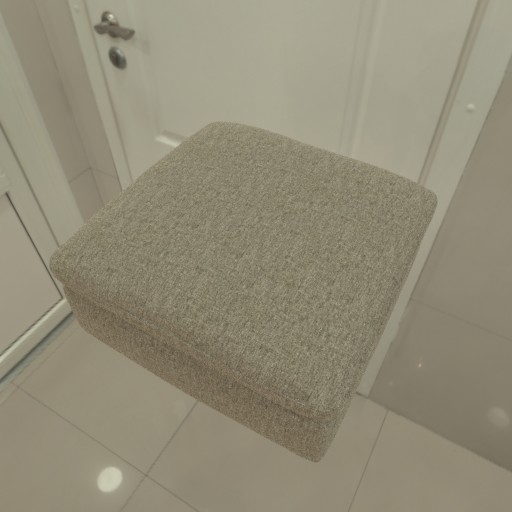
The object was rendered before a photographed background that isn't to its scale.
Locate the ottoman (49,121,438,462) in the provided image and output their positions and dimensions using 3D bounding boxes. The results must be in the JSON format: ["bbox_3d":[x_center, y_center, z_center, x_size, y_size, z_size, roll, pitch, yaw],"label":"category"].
[{"bbox_3d":[0.000,0.000,1.655,1.039,0.526,1.035,23,52,20],"label":"ottoman"}]
